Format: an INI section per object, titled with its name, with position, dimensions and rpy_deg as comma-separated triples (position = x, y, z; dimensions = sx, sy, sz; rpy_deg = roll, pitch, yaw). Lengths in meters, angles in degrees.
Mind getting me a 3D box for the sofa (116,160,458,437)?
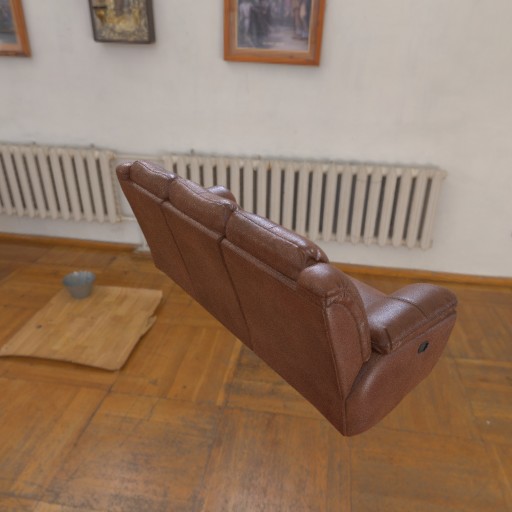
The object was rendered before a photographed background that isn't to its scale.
[sofa]
position = 0.000, 0.000, 2.889
dimensions = 0.991, 1.043, 2.337
rpy_deg = -18, 31, -32
